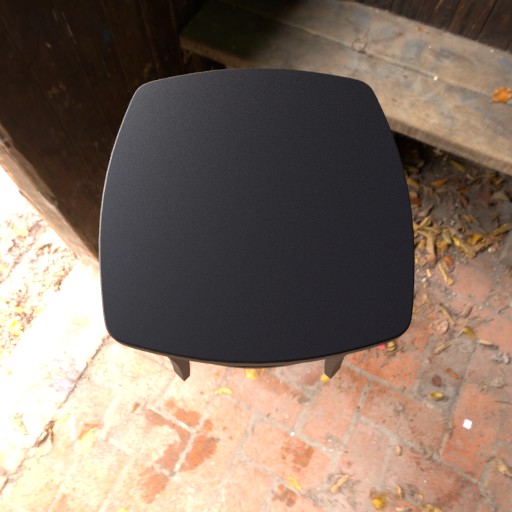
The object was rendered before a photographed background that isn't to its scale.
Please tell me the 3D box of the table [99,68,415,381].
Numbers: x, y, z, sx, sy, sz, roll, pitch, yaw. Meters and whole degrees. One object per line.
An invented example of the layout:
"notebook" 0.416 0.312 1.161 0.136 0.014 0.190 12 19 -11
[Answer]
"table" 0.000 0.000 0.866 0.457 0.457 0.508 -1 65 0
